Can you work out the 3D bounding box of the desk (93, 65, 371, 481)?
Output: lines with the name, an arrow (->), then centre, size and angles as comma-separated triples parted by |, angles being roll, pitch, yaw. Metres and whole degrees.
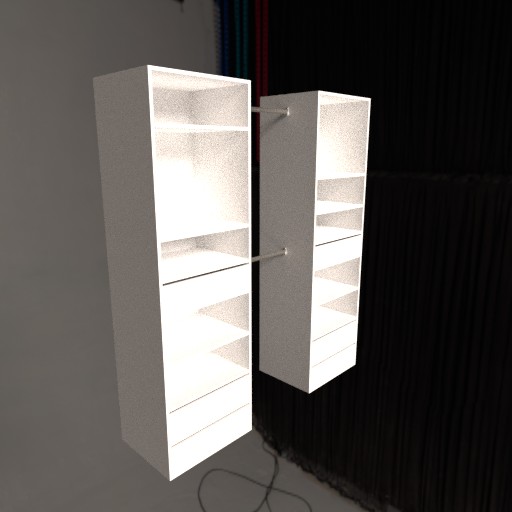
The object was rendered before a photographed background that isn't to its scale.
desk -> 0.000, 0.000, 2.831 | 0.480, 2.000, 1.770 | 13, 19, 43
